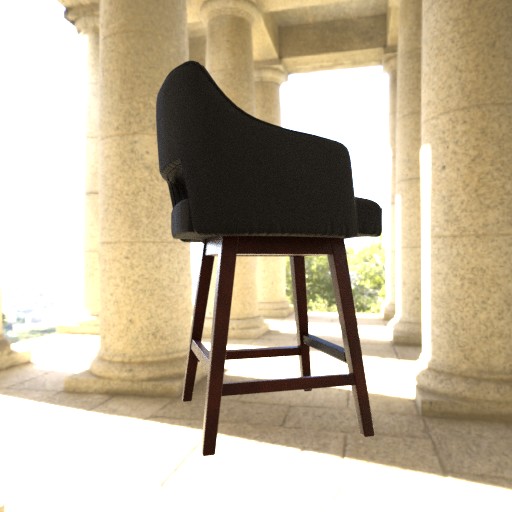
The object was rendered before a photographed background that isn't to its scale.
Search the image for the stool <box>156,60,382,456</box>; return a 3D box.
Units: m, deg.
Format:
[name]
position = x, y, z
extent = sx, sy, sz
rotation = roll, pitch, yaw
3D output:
[stool]
position = 0.000, 0.000, 1.261
extent = 0.558, 0.912, 0.548
rotation = 0, -1, -16
